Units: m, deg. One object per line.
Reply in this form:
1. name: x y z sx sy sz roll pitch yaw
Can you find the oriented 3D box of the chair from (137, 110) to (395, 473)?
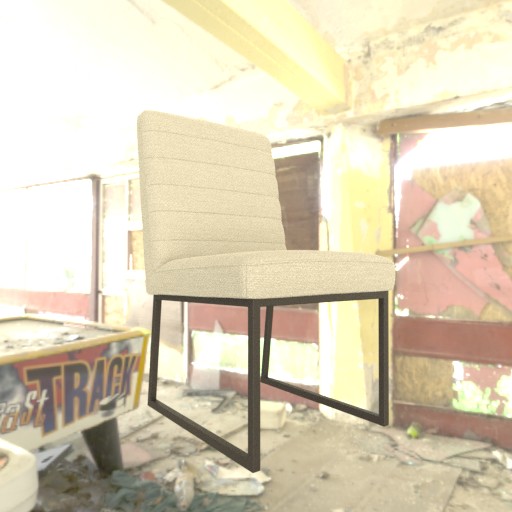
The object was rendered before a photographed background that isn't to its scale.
1. chair: 0.000 0.000 1.320 0.520 0.930 0.634 1 -1 -37
